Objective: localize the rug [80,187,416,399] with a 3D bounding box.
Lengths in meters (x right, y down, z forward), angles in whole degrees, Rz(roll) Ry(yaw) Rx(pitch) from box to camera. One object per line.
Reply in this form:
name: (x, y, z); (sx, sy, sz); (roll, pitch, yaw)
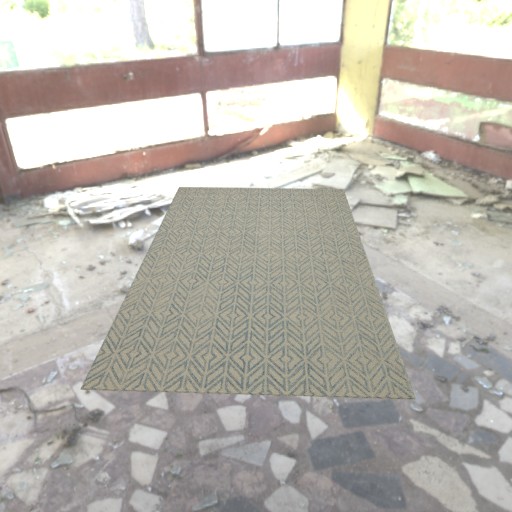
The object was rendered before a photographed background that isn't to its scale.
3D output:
rug: (0.000, 0.000, 3.059); (1.526, 0.008, 2.441); (1, 31, 2)
